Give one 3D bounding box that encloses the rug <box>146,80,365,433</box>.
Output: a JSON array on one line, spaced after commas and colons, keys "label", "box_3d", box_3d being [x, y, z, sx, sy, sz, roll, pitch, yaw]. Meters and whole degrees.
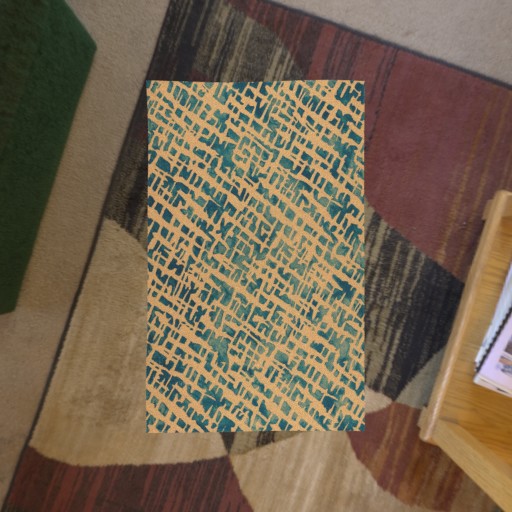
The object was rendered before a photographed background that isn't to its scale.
[{"label": "rug", "box_3d": [0.000, 0.000, 3.079, 1.520, 0.011, 2.447, 0, 90, -1]}]
